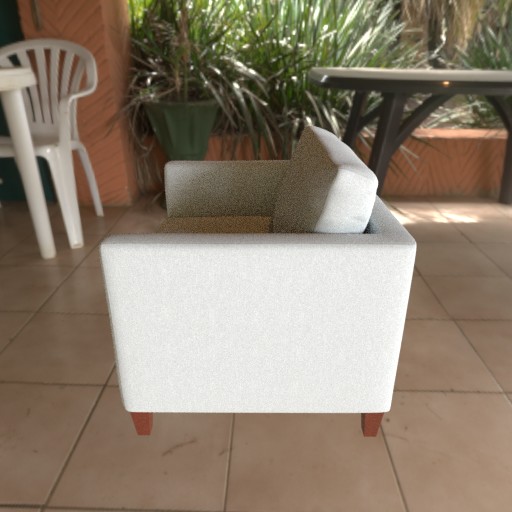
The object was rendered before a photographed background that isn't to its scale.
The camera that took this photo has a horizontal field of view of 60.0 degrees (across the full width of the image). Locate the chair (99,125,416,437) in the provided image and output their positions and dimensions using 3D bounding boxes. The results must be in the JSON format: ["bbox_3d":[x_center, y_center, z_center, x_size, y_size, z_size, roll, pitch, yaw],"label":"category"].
[{"bbox_3d":[0.000,0.000,1.853,0.953,0.961,1.107,0,25,0],"label":"chair"}]
